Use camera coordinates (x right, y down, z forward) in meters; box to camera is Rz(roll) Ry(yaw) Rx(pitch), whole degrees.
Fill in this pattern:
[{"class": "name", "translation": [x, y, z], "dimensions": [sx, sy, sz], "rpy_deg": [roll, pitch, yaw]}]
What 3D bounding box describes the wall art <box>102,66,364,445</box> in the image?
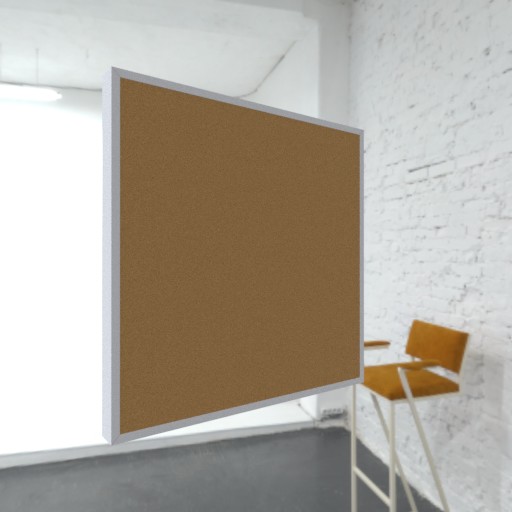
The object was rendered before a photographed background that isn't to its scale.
[{"class": "wall art", "translation": [0.000, 0.000, 0.760], "dimensions": [0.509, 0.509, 0.040], "rpy_deg": [0, 0, -36]}]
